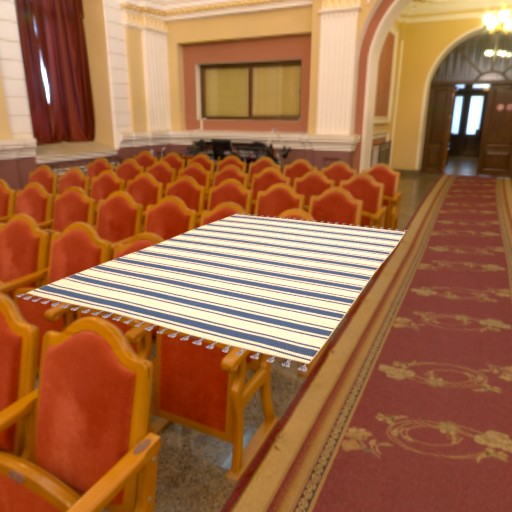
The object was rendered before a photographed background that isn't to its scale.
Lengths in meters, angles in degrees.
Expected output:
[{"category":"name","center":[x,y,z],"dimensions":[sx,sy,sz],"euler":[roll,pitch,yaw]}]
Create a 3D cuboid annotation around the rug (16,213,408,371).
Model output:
[{"category":"rug","center":[0.000,0.000,2.863],"dimensions":[1.544,0.010,2.315],"euler":[9,19,25]}]
